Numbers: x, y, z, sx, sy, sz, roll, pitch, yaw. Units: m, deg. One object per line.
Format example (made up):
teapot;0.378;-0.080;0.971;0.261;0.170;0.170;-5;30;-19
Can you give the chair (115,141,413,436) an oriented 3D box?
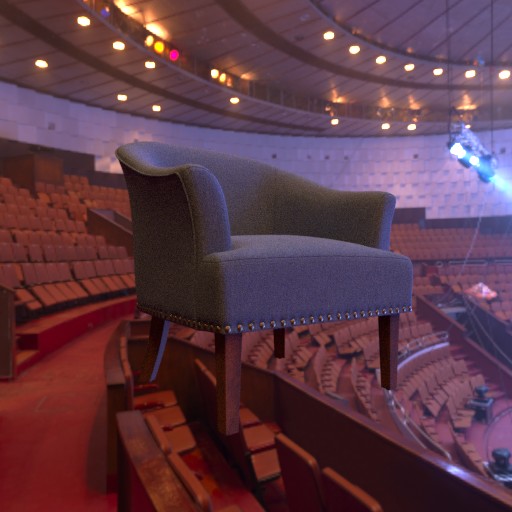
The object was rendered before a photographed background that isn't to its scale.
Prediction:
chair;0.000;0.000;1.427;0.798;0.815;0.704;0;0;-36
